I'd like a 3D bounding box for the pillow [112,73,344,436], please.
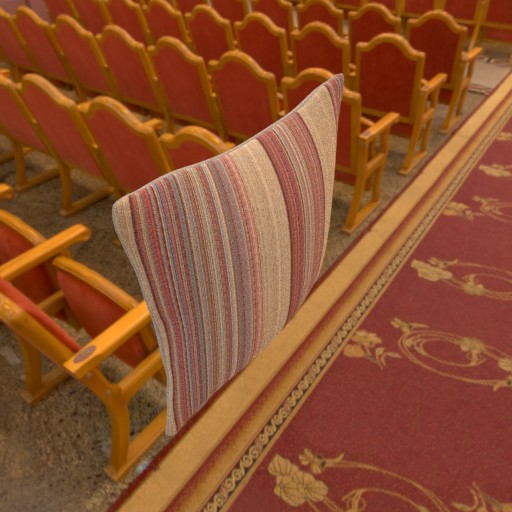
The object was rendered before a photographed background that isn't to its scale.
[{"bbox_3d":[0.000,0.000,0.656,0.136,0.419,0.437,26,47,27],"label":"pillow"}]
